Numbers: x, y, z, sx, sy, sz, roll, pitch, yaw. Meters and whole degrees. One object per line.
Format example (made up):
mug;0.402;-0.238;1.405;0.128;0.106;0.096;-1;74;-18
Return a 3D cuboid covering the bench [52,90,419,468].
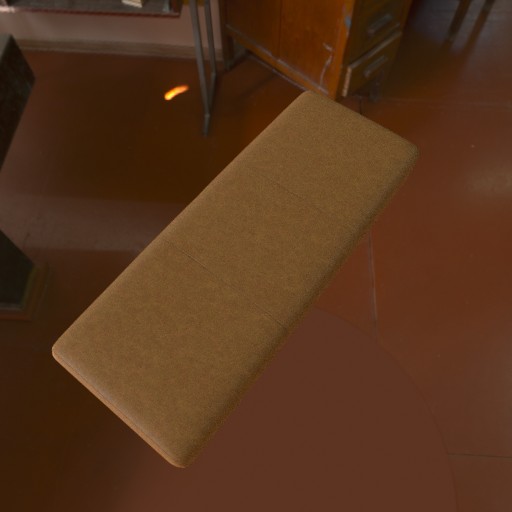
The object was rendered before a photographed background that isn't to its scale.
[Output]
bench;0.000;0.000;1.889;0.653;0.399;1.610;34;68;16
